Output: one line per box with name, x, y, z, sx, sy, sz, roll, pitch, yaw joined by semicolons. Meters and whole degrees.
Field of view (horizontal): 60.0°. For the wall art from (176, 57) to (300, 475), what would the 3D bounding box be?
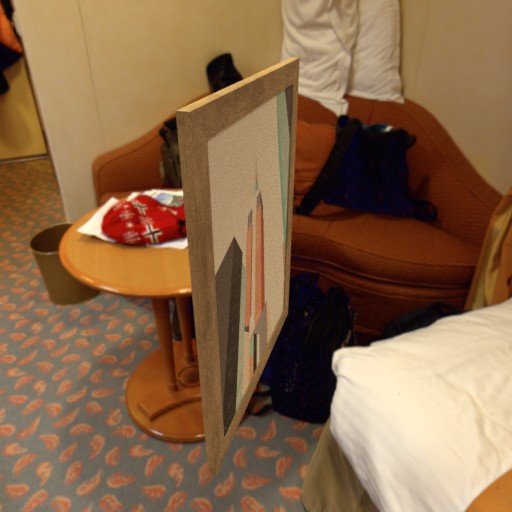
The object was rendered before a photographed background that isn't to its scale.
wall art;0.000;0.000;0.903;0.018;0.686;0.534;10;32;16
